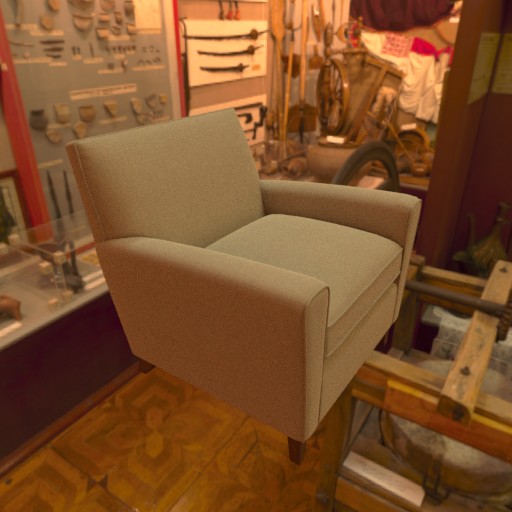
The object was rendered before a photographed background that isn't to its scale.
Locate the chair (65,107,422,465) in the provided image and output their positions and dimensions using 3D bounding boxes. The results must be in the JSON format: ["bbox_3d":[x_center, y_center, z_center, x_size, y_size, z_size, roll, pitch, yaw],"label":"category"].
[{"bbox_3d":[0.000,0.000,1.567,0.871,0.846,0.840,18,32,31],"label":"chair"}]
